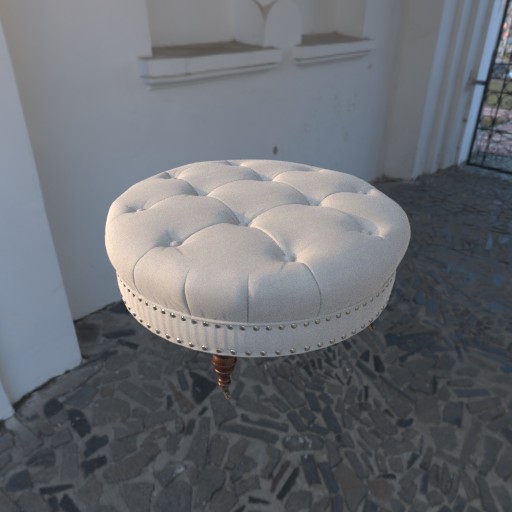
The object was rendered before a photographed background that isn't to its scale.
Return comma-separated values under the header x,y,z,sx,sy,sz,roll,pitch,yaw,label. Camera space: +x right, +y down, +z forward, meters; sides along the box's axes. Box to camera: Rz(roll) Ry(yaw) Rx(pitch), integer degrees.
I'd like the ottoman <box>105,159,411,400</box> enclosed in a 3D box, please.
x,y,z,sx,sy,sz,roll,pitch,yaw,label
0.000,0.000,1.409,0.901,0.439,0.901,0,29,0,ottoman
